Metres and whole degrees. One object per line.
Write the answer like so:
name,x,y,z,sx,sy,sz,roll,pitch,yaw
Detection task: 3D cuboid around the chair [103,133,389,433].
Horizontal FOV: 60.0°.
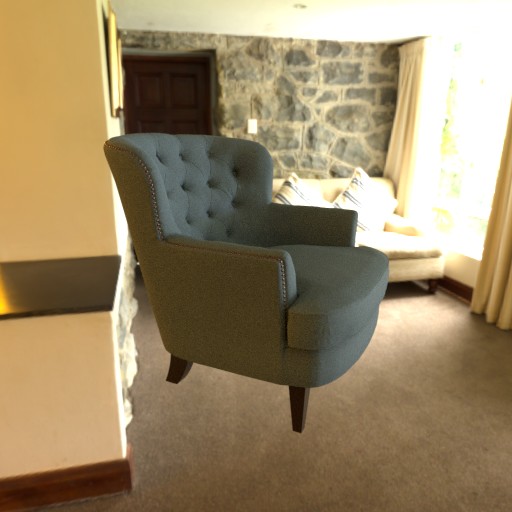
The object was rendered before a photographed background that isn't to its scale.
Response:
chair,0.000,0.000,1.621,0.906,0.868,0.848,8,17,25
